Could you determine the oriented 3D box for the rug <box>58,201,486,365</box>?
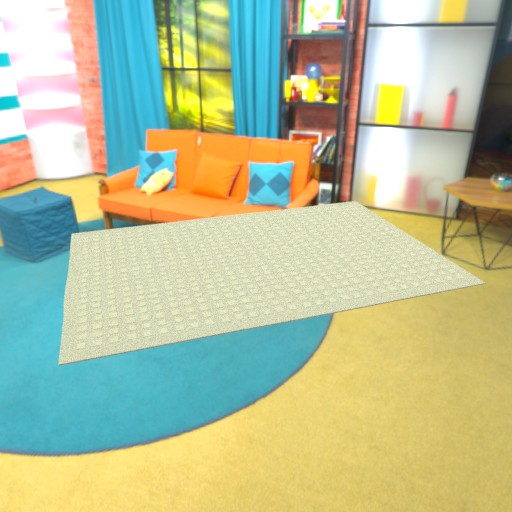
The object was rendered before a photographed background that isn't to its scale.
[{"bbox_3d":[0.000,0.000,2.181,1.747,0.006,1.143,-8,27,-16],"label":"rug"}]
